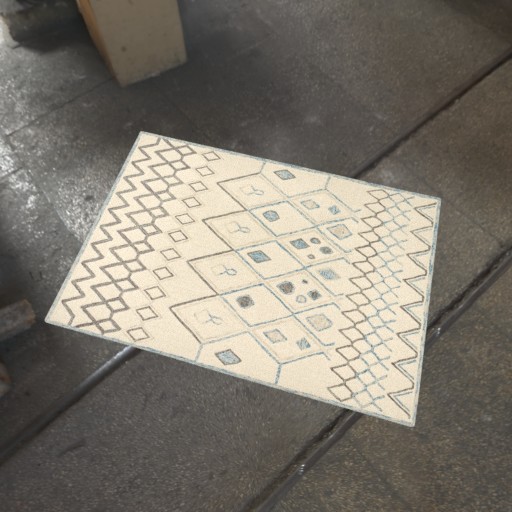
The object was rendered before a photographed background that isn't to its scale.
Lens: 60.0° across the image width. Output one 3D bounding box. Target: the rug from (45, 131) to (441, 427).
[{"bbox_3d":[0.000,0.000,2.346,1.820,0.009,1.260,14,65,7],"label":"rug"}]
